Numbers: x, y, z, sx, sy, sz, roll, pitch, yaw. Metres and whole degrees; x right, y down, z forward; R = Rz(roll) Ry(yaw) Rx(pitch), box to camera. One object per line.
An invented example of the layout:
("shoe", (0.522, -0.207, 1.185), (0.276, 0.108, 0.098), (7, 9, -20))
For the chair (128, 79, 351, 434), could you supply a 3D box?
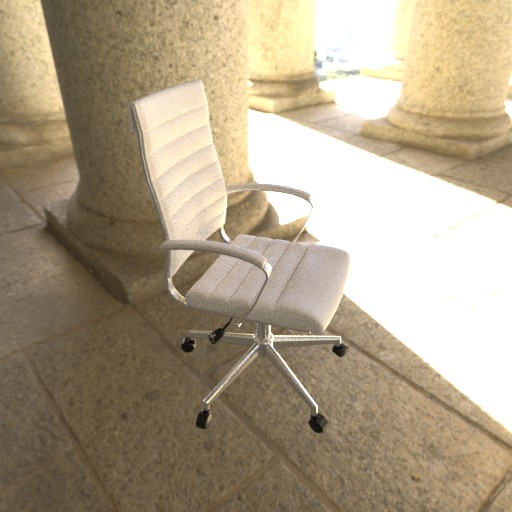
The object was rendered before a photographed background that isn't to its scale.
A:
("chair", (0.000, 0.000, 1.663), (0.739, 1.149, 0.766), (11, 33, 18))
